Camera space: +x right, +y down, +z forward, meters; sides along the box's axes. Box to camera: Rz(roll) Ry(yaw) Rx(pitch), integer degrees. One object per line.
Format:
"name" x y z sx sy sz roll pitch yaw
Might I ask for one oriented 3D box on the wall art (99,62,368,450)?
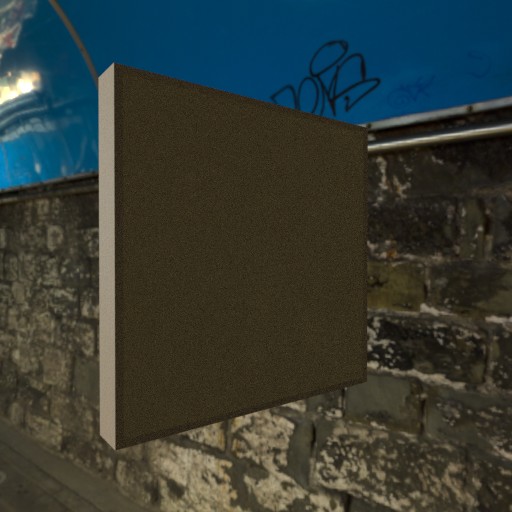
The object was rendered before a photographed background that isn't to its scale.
"wall art" 0.000 0.000 0.453 0.304 0.303 0.038 0 1 -37
